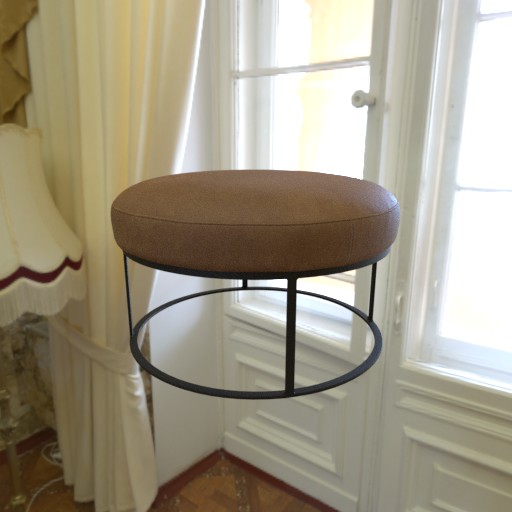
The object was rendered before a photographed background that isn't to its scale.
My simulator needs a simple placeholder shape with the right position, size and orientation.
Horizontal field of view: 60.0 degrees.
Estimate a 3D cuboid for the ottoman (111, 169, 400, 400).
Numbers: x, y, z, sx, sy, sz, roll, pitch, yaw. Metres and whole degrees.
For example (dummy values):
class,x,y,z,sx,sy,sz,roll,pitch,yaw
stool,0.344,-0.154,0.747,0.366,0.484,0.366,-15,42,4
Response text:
class,x,y,z,sx,sy,sz,roll,pitch,yaw
ottoman,0.000,0.000,1.277,0.771,0.460,0.771,0,15,0
